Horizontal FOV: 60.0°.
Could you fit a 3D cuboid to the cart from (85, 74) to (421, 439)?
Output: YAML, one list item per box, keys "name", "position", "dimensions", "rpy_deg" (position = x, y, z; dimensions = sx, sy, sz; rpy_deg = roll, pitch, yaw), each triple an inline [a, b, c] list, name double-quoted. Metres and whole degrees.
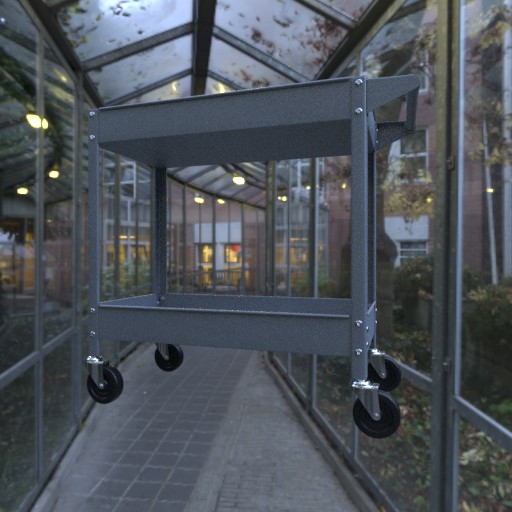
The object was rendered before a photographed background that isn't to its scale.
- name: "cart"
  position: [0.000, 0.000, 1.133]
  dimensions: [0.779, 0.719, 0.366]
  rpy_deg: [0, 0, 18]
